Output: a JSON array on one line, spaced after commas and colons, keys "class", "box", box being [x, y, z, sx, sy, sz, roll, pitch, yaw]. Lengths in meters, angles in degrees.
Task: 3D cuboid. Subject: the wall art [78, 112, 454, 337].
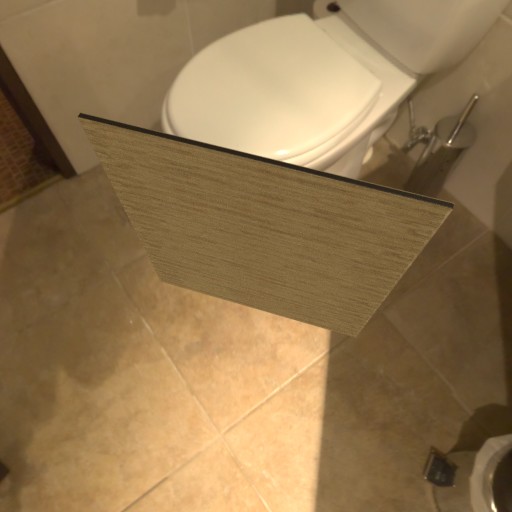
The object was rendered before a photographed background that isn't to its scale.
[{"class": "wall art", "box": [0.000, 0.000, 0.798, 0.483, 0.559, 0.009, 15, 65, 7]}]
